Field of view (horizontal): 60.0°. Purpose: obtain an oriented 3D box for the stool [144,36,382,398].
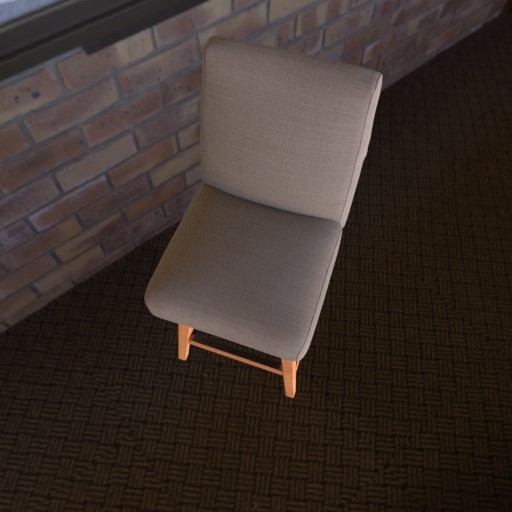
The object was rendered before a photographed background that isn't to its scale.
[{"bbox_3d":[0.000,0.000,1.326,0.459,1.019,0.570,17,62,9],"label":"stool"}]
